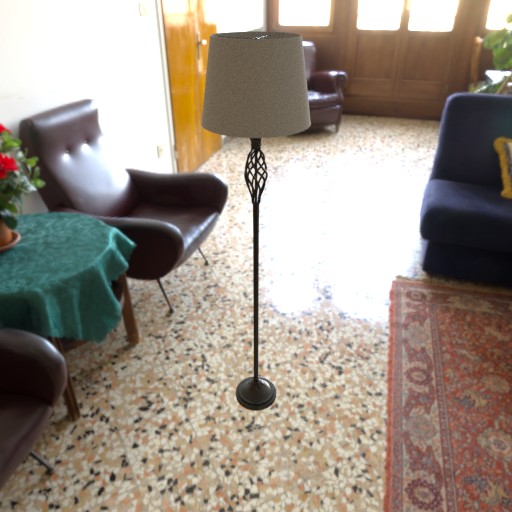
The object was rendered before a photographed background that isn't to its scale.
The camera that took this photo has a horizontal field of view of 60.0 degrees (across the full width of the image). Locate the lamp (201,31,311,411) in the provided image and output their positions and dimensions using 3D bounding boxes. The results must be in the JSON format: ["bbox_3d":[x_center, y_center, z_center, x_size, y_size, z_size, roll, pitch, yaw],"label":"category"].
[{"bbox_3d":[0.000,0.000,1.814,0.379,1.623,0.379,0,31,0],"label":"lamp"}]
